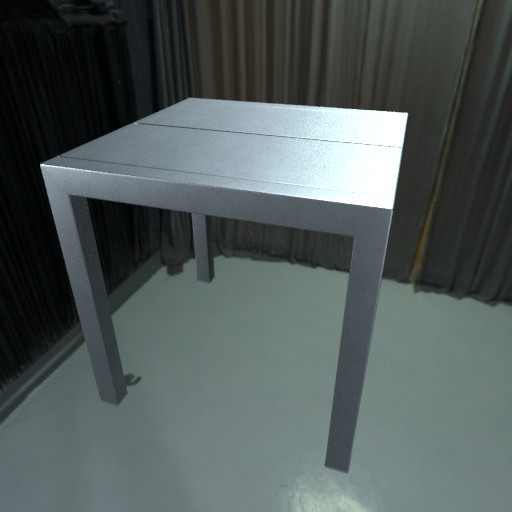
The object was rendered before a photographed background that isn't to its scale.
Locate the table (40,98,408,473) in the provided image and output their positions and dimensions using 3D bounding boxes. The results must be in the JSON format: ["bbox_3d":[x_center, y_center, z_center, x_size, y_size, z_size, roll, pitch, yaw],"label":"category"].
[{"bbox_3d":[0.000,0.000,0.922,0.508,0.508,0.508,10,32,16],"label":"table"}]
